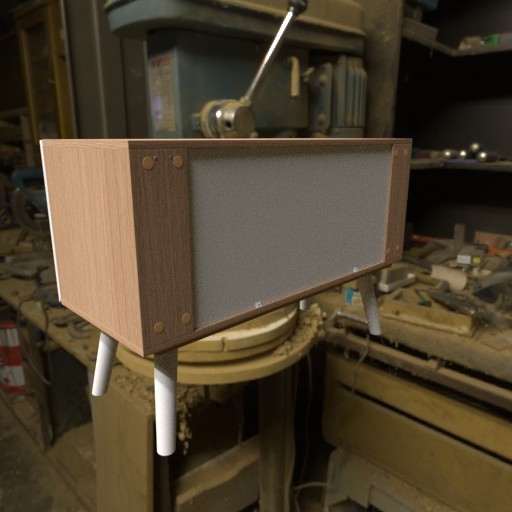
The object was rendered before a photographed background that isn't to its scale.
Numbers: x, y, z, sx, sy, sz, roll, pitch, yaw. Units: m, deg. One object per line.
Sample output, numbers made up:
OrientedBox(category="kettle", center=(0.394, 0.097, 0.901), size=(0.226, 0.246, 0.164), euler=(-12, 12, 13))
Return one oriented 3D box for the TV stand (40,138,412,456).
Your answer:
OrientedBox(category="TV stand", center=(0.000, 0.000, 1.294), size=(0.991, 0.660, 0.407), euler=(-14, 21, -42))
